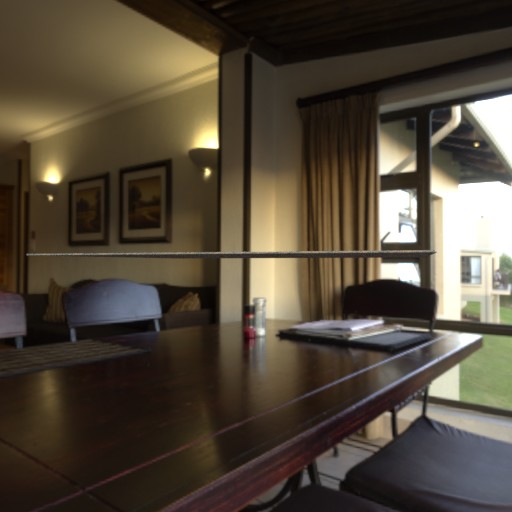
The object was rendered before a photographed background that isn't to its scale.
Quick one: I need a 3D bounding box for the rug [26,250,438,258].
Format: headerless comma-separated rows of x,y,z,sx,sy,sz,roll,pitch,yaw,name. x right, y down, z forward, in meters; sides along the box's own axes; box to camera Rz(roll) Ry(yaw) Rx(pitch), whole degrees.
0.000,0.000,4.193,3.056,0.013,2.441,0,-1,19,rug
